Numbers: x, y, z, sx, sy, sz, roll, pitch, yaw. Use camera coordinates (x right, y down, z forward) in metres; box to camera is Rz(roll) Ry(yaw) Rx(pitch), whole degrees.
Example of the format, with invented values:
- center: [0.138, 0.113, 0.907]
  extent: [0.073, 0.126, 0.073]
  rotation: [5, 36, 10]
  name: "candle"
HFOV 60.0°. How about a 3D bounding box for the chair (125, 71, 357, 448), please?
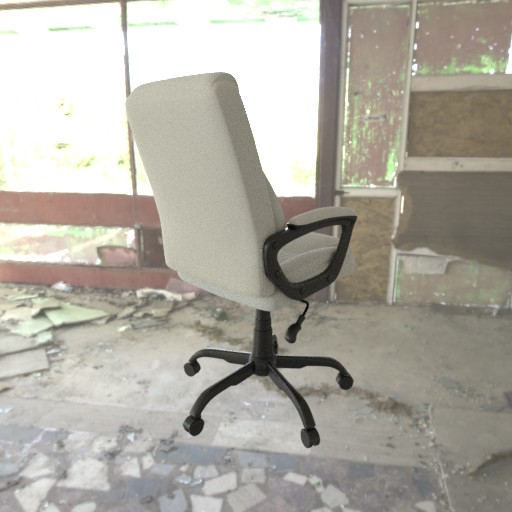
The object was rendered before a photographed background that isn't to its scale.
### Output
- center: [0.000, 0.000, 1.470]
  extent: [0.669, 1.065, 0.663]
  rotation: [-14, 20, -43]
  name: "chair"
